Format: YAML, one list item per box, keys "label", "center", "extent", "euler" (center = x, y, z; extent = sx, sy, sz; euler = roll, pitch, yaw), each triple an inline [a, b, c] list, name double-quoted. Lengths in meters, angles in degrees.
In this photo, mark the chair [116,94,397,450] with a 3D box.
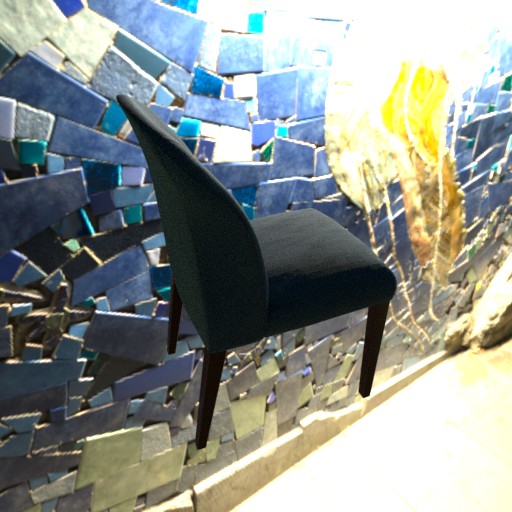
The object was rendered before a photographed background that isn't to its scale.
- label: "chair"
  center: [0.000, 0.000, 1.235]
  extent: [0.620, 0.879, 0.507]
  euler: [-11, 31, -18]
